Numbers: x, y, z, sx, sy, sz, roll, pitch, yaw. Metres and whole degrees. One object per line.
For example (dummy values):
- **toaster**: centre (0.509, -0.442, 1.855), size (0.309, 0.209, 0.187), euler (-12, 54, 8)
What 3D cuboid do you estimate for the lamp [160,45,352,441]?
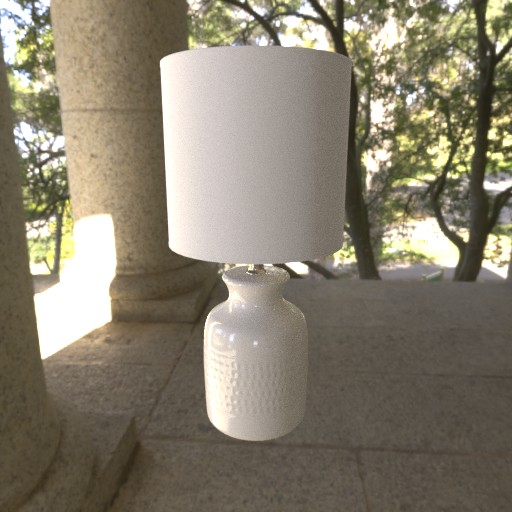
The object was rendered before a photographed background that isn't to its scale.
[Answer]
- **lamp**: centre (0.000, 0.000, 0.490), size (0.188, 0.392, 0.188), euler (-7, 16, -25)
